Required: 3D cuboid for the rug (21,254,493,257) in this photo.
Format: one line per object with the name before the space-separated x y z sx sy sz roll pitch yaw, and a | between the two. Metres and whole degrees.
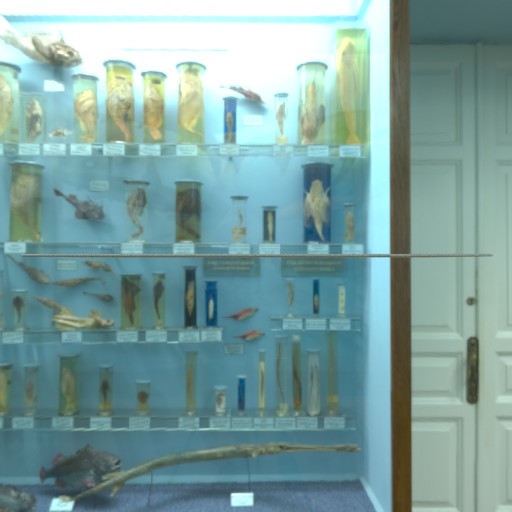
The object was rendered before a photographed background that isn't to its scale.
rug | 0.000 0.000 2.673 2.388 0.012 0.864 0 -1 1
